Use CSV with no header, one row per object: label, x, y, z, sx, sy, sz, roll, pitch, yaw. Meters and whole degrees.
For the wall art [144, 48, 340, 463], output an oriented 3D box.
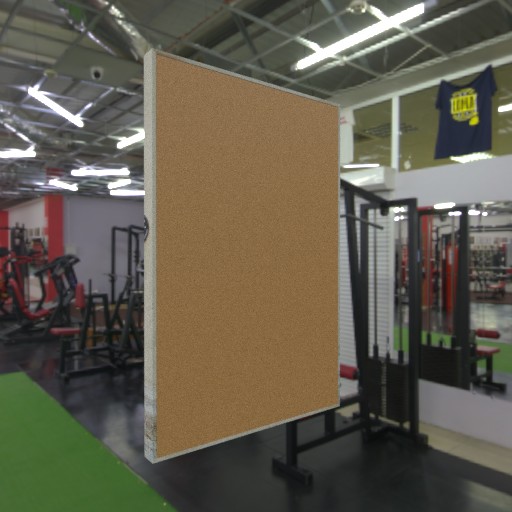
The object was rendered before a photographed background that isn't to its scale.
wall art,0.000,0.000,0.984,0.508,0.764,0.038,0,0,-37
